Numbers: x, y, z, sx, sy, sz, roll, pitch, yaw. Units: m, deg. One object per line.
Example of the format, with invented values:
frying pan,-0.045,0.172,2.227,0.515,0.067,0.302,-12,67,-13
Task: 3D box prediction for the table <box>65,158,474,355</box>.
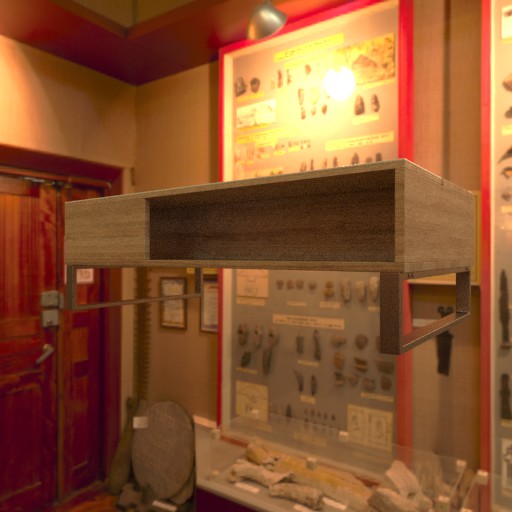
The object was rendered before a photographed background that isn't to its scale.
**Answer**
table,0.000,0.000,1.350,1.100,0.350,0.600,0,0,37
